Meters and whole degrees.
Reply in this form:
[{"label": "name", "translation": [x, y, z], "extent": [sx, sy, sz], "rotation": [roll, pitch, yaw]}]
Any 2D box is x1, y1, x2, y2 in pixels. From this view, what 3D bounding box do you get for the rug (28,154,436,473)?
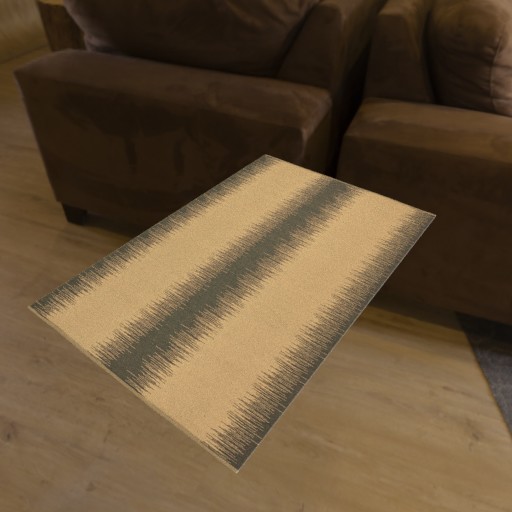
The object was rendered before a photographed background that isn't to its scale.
[{"label": "rug", "translation": [0.000, 0.000, 2.303], "extent": [1.234, 0.006, 1.854], "rotation": [26, 47, 27]}]
